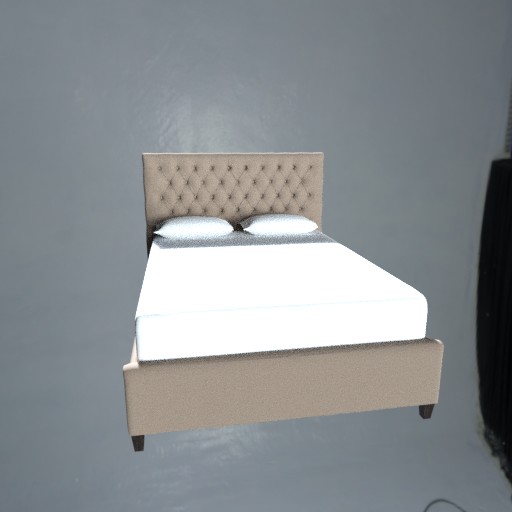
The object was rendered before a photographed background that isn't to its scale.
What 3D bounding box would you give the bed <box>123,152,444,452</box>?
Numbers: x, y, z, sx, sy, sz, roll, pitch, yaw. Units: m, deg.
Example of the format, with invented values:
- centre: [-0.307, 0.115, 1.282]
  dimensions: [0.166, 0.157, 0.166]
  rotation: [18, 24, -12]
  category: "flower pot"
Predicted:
- centre: [0.000, 0.000, 3.230]
  dimensions: [1.696, 1.426, 2.233]
  rotation: [-2, 14, -10]
  category: "bed"
